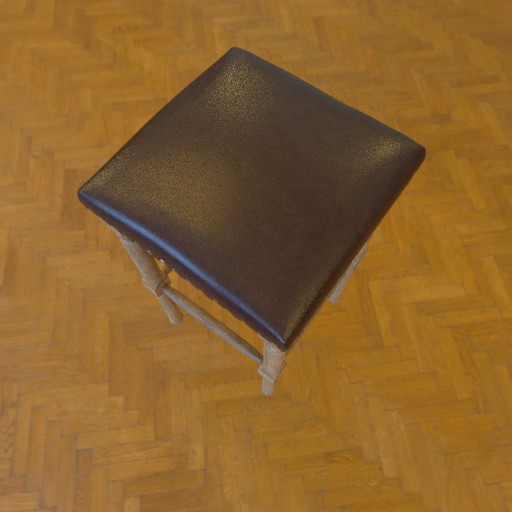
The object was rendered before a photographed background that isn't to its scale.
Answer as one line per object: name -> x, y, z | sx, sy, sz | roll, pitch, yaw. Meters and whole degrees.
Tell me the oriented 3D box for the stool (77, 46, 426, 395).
stool -> 0.000, 0.000, 0.933 | 0.382, 0.702, 0.383 | 34, 70, 15
